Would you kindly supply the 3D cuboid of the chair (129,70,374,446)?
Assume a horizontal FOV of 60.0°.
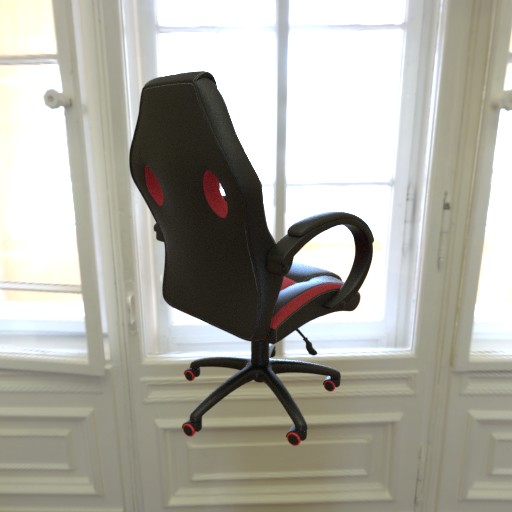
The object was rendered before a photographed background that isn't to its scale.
[{"bbox_3d":[0.000,0.000,1.623,0.673,1.187,0.724,15,21,43],"label":"chair"}]
